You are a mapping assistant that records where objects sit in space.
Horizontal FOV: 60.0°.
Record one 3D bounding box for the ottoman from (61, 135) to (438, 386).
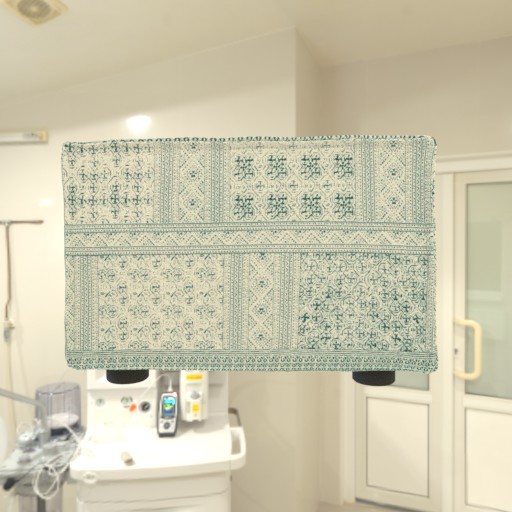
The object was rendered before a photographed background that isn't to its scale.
[{"bbox_3d":[0.000,0.000,1.016,0.626,0.439,0.617,0,0,1],"label":"ottoman"}]
